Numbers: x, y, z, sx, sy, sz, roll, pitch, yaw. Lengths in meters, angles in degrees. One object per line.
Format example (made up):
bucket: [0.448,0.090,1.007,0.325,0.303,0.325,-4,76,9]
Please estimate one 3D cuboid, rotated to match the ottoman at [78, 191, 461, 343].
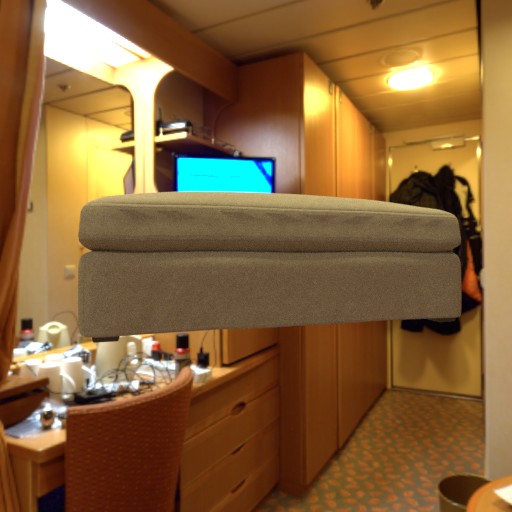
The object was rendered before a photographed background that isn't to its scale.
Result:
ottoman: [0.000,0.000,1.649,1.199,0.429,0.840,0,0,-19]
